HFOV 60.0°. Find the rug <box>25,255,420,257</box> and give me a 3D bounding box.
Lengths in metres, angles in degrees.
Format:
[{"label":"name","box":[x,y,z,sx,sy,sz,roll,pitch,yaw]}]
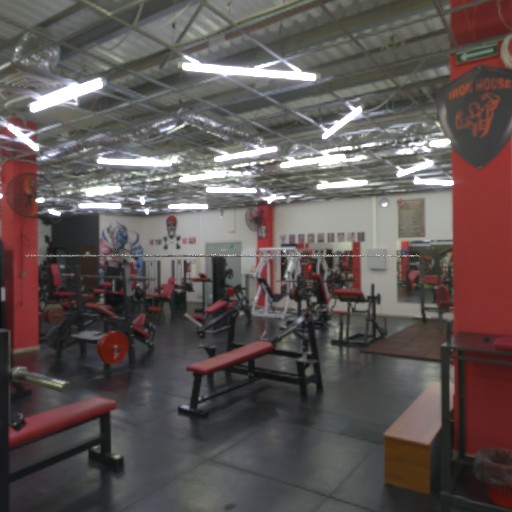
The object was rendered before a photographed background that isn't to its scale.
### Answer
[{"label":"rug","box":[0.000,0.000,2.085,1.035,0.006,1.652,0,0,37]}]
